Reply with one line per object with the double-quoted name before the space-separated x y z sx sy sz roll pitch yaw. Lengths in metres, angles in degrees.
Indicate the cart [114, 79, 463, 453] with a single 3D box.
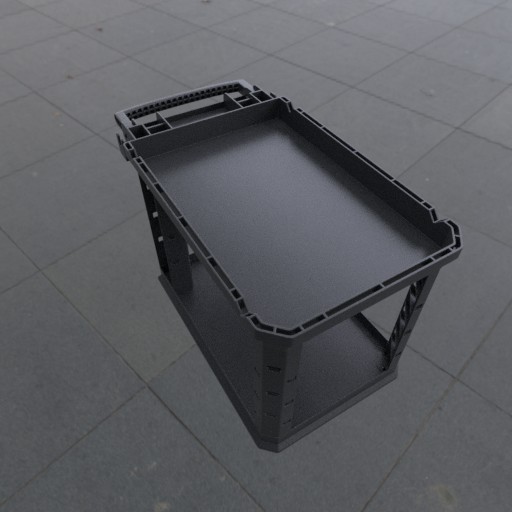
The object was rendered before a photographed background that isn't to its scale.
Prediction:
"cart" 0.000 0.000 1.776 0.674 0.884 1.239 -24 51 -21
